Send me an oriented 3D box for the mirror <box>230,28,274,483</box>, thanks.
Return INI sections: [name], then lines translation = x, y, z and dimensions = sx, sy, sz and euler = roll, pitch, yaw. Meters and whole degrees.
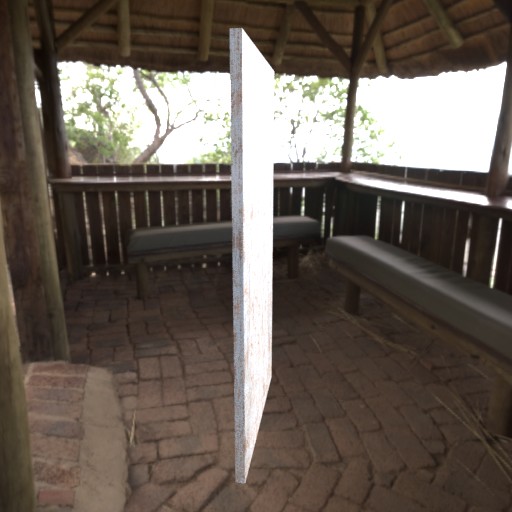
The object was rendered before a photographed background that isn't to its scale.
[mirror]
translation = 0.000, 0.000, 1.098
dimensions = 0.027, 0.922, 0.472
euler = 2, 14, 9
